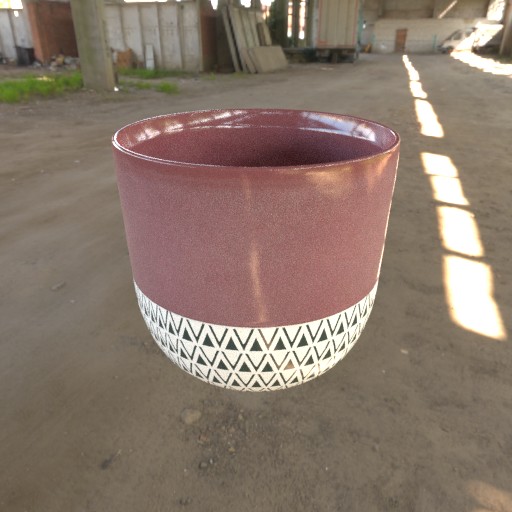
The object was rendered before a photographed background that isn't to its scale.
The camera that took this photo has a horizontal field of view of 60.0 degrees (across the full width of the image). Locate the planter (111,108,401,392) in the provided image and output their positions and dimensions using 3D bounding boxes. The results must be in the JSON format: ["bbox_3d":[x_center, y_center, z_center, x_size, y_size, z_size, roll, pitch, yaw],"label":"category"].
[{"bbox_3d":[0.000,0.000,0.484,0.266,0.270,0.266,0,27,0],"label":"planter"}]
